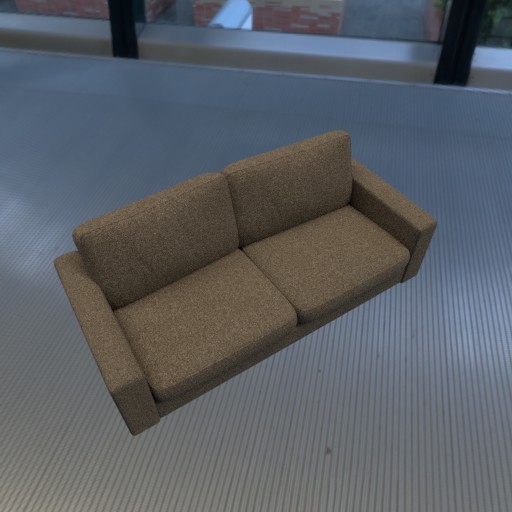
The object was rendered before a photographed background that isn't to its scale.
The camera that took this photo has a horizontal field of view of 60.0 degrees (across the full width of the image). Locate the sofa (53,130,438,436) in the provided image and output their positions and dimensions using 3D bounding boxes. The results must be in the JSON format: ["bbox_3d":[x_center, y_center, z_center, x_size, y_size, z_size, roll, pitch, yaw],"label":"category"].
[{"bbox_3d":[0.000,0.000,2.781,2.179,0.873,1.016,-25,52,-21],"label":"sofa"}]
